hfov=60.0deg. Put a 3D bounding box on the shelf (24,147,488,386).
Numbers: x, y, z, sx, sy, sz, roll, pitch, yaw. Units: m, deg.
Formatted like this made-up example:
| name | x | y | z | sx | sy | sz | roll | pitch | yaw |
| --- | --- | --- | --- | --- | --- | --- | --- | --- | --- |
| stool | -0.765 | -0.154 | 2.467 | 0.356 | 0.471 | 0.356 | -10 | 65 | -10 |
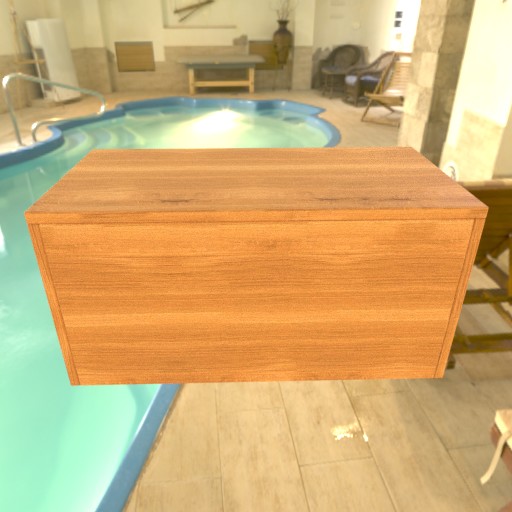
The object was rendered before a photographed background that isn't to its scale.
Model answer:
| name | x | y | z | sx | sy | sz | roll | pitch | yaw |
| --- | --- | --- | --- | --- | --- | --- | --- | --- | --- |
| shelf | 0.000 | 0.000 | 1.032 | 0.800 | 0.400 | 0.400 | -1 | 29 | -1 |
